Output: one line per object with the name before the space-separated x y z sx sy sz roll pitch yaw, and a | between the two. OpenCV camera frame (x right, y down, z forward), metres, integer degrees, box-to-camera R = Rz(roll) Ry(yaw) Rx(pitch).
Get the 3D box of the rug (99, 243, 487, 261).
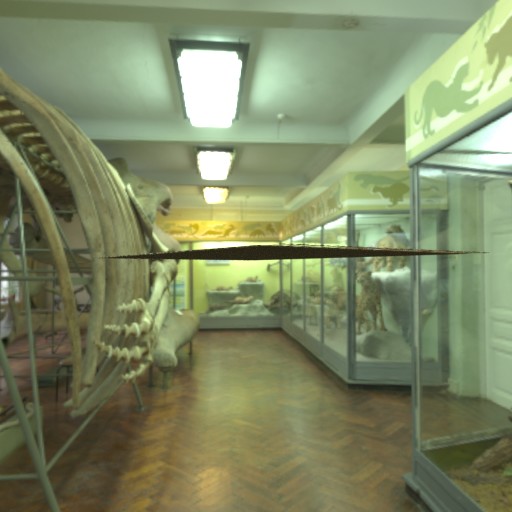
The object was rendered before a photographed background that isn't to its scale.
rug | 0.000 0.000 3.014 1.524 0.008 2.438 1 -2 -35
